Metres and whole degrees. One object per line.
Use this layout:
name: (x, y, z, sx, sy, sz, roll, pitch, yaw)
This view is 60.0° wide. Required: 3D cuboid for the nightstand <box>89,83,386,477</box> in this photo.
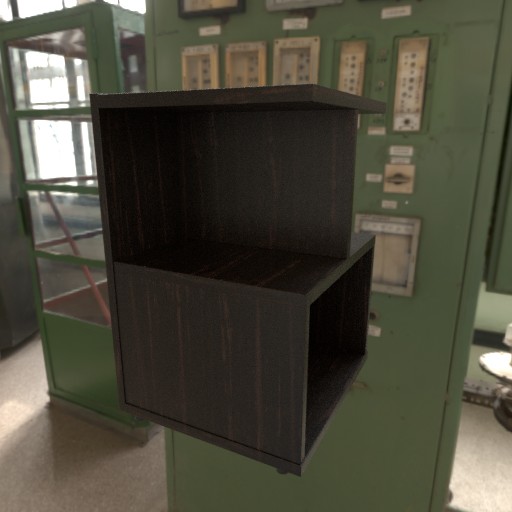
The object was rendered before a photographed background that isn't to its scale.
nightstand: (0.000, 0.000, 0.831, 0.356, 0.559, 0.400, 8, 18, 26)
